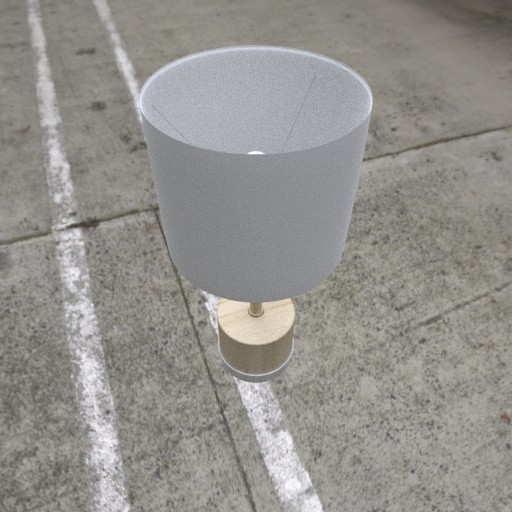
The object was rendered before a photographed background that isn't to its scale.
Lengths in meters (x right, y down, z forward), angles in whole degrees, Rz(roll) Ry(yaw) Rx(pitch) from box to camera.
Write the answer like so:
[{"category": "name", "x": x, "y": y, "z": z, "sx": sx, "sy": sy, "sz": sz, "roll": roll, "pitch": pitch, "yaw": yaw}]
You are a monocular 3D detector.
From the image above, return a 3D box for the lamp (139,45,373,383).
[{"category": "lamp", "x": 0.000, "y": 0.000, "z": 0.605, "sx": 0.229, "sy": 0.470, "sz": 0.229, "roll": -16, "pitch": 48, "yaw": -15}]
